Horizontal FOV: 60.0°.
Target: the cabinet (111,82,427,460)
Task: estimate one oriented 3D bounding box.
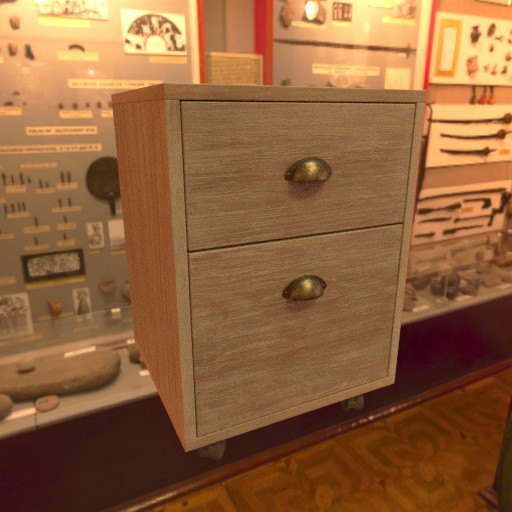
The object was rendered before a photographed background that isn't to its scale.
[{"bbox_3d":[0.000,0.000,0.834,0.409,0.579,0.401,-9,20,-25],"label":"cabinet"}]
